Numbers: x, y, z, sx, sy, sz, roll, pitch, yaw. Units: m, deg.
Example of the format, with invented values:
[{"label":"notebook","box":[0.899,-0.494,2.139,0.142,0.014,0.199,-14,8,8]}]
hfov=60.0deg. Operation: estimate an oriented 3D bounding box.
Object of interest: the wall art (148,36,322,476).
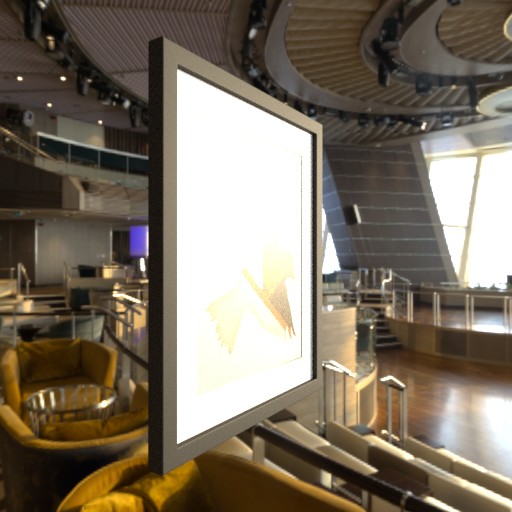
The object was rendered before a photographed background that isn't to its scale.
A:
[{"label":"wall art","box":[0.000,0.000,0.756,0.028,0.558,0.457,0,0,35]}]
